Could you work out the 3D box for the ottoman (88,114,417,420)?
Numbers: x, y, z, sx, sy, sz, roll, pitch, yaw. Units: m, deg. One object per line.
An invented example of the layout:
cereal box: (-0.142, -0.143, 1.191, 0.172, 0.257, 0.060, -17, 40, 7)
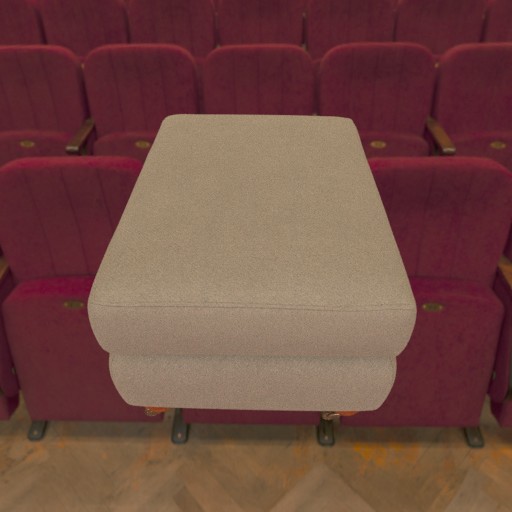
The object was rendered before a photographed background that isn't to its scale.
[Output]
ottoman: (0.000, 0.000, 1.128, 0.569, 0.499, 0.773, 1, 41, 1)
